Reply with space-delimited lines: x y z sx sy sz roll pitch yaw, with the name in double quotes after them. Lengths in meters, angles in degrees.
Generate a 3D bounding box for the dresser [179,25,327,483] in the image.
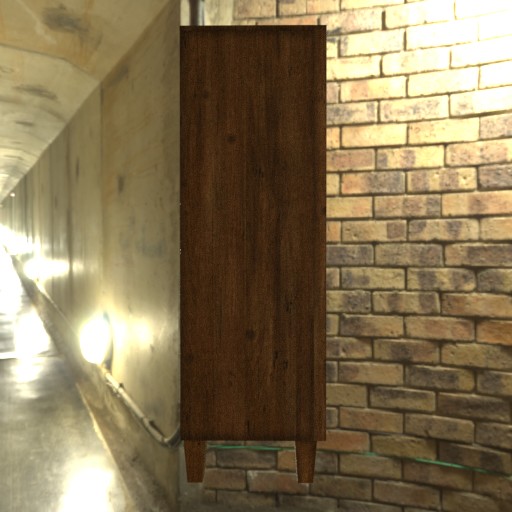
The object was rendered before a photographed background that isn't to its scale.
0.000 0.000 1.834 0.438 1.359 1.067 0 1 1 "dresser"
